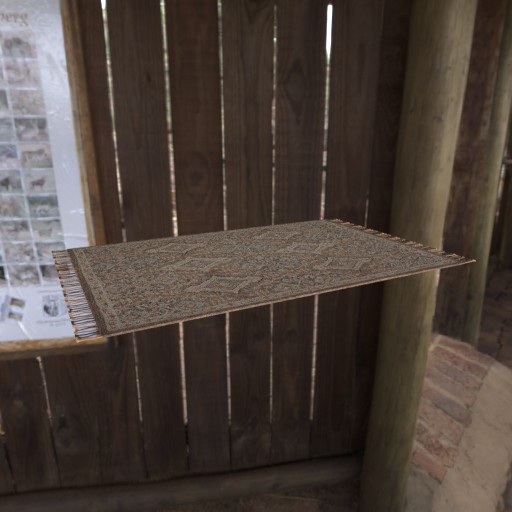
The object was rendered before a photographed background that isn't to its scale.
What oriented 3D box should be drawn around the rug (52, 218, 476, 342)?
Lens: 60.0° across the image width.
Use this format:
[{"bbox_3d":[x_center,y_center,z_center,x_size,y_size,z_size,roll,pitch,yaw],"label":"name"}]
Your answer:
[{"bbox_3d":[0.000,0.000,2.988,2.434,0.010,1.516,-8,19,-26],"label":"rug"}]
